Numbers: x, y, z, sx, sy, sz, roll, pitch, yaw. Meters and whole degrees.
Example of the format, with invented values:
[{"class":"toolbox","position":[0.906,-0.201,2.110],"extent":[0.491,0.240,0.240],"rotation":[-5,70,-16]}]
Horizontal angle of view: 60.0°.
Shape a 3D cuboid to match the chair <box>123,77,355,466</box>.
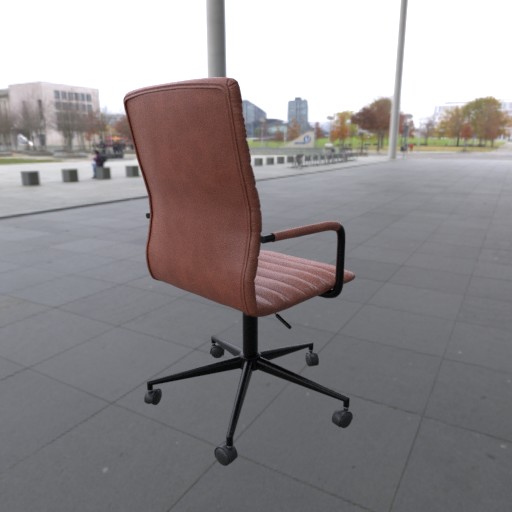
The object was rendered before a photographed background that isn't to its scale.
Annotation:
[{"class":"chair","position":[0.000,0.000,1.261],"extent":[0.600,0.878,0.578],"rotation":[14,20,43]}]
